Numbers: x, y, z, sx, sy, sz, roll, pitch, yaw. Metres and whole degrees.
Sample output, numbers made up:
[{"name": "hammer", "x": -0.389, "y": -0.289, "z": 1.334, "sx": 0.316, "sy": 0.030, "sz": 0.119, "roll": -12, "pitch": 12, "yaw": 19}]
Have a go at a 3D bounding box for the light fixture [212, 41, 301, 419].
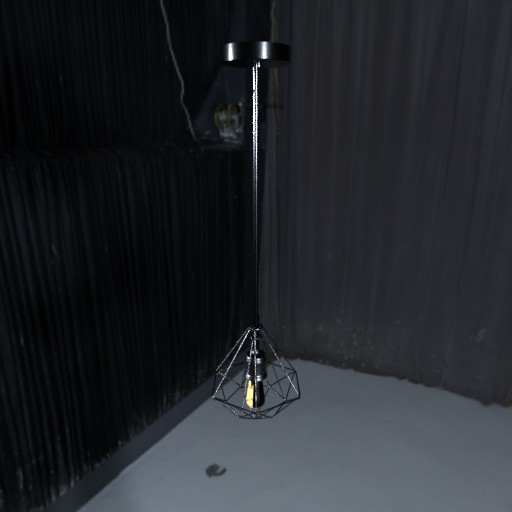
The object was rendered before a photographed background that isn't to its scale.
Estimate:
[{"name": "light fixture", "x": 0.000, "y": 0.000, "z": 2.054, "sx": 0.487, "sy": 1.764, "sz": 0.431, "roll": 9, "pitch": 19, "yaw": 28}]
